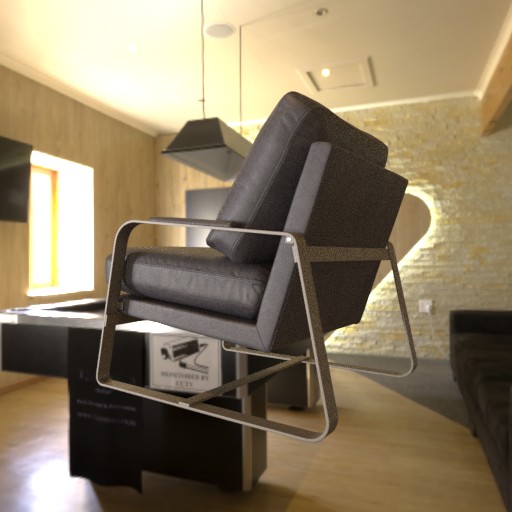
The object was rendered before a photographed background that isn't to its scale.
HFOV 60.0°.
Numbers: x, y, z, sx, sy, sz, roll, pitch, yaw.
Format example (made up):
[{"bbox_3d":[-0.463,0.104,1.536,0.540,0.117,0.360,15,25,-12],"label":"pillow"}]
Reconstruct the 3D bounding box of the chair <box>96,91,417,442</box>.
[{"bbox_3d":[0.000,0.000,1.501,0.878,0.839,0.692,0,0,35],"label":"chair"}]
